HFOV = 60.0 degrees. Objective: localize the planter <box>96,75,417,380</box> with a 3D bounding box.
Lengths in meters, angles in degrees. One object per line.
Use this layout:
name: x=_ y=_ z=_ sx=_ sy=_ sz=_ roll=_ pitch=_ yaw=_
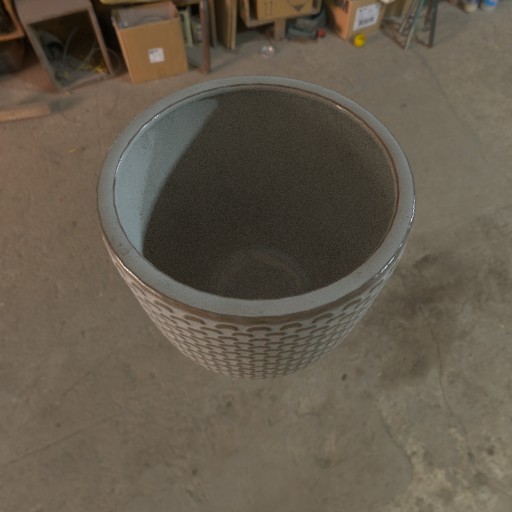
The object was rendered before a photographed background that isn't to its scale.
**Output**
planter: x=0.000 y=0.000 z=0.351 sx=0.197 sy=0.191 sz=0.197 roll=0 pitch=58 yaw=0
